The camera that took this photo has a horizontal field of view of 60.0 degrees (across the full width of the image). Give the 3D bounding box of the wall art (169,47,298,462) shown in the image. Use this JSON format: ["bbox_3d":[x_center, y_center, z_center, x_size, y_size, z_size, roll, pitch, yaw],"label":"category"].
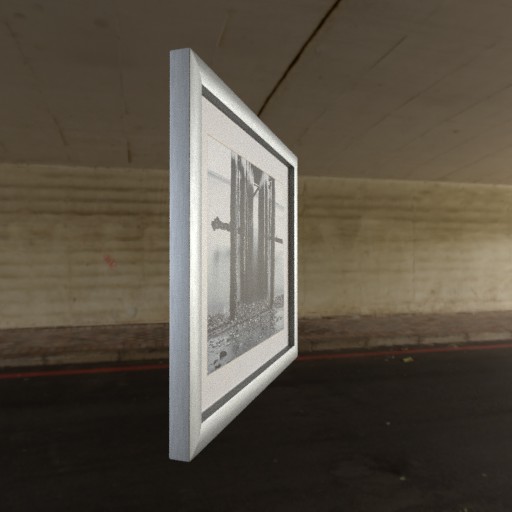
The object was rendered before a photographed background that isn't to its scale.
[{"bbox_3d":[0.000,0.000,0.756,0.028,0.457,0.556,0,0,18],"label":"wall art"}]
